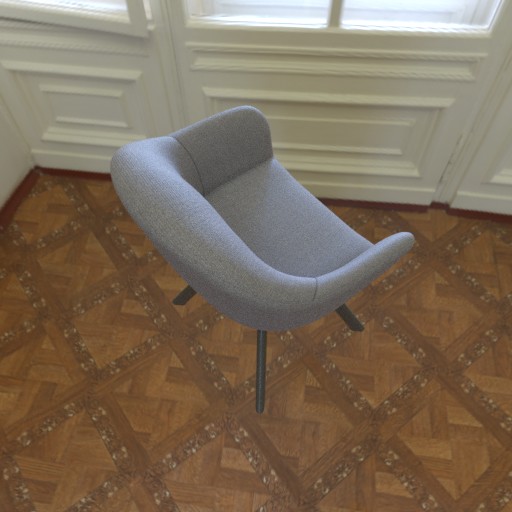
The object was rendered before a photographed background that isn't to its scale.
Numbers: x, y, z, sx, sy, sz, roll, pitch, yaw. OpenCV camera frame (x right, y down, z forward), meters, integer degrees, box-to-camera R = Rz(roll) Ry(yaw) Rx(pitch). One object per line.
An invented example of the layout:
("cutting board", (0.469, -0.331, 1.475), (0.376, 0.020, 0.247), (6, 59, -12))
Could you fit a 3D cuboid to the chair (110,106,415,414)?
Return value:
("chair", (0.000, 0.000, 1.171), (0.550, 0.795, 0.590), (-33, 62, -20))
